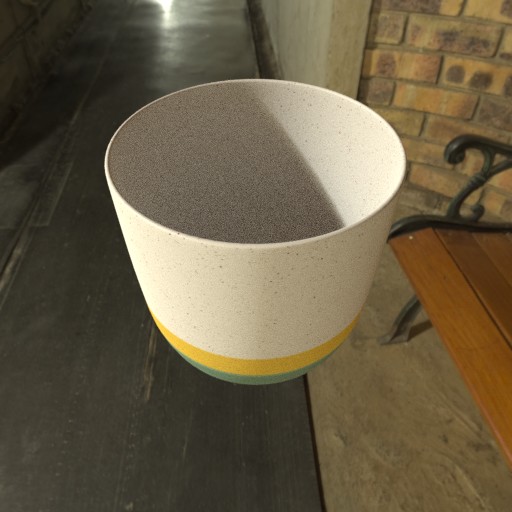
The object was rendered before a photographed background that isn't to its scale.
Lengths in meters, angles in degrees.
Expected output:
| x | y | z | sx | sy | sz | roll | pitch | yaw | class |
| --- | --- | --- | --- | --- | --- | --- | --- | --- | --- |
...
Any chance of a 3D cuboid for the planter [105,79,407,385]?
| x | y | z | sx | sy | sz | roll | pitch | yaw | class |
| --- | --- | --- | --- | --- | --- | --- | --- | --- | --- |
| 0.000 | 0.000 | 0.369 | 0.195 | 0.214 | 0.195 | 0 | 46 | 0 | planter |
